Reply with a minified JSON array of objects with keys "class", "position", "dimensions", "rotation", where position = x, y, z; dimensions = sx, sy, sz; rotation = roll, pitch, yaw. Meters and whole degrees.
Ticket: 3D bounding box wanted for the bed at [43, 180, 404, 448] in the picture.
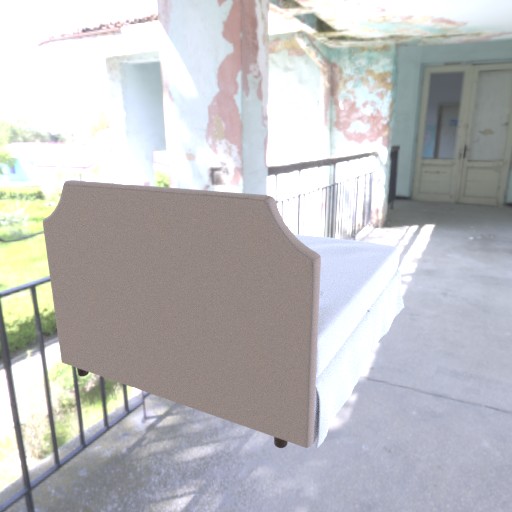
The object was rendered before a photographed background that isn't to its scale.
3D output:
[{"class":"bed","position":[0.000,0.000,4.149],"dimensions":[2.350,1.590,2.773],"rotation":[8,18,27]}]
